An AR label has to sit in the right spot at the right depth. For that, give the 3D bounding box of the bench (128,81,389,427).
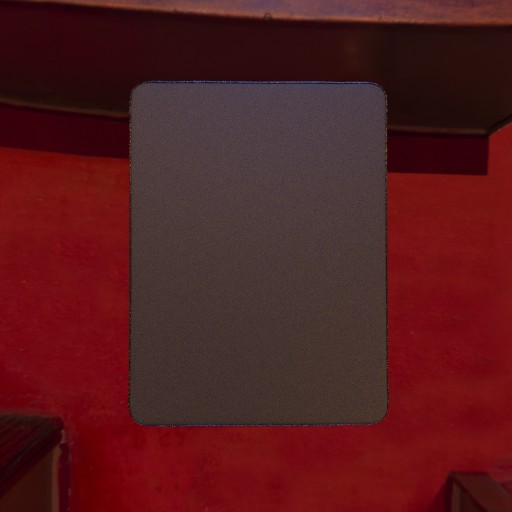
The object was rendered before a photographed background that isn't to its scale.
[{"bbox_3d":[0.000,0.000,0.793,0.321,0.500,0.424,0,89,-1],"label":"bench"}]
